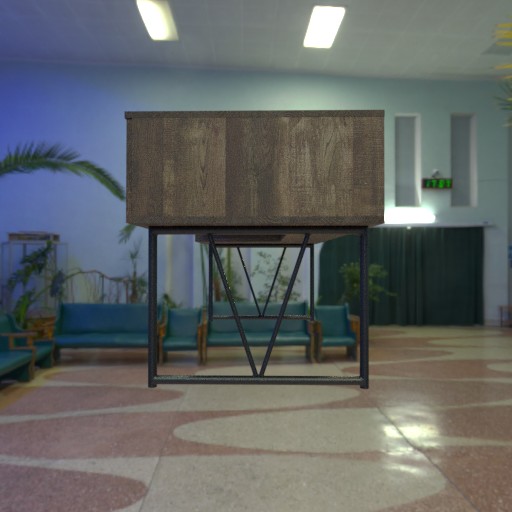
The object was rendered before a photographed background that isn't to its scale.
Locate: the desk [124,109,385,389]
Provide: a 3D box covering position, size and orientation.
[{"bbox_3d":[0.000,0.000,2.006,0.730,0.780,1.600,0,-1,1],"label":"desk"}]
